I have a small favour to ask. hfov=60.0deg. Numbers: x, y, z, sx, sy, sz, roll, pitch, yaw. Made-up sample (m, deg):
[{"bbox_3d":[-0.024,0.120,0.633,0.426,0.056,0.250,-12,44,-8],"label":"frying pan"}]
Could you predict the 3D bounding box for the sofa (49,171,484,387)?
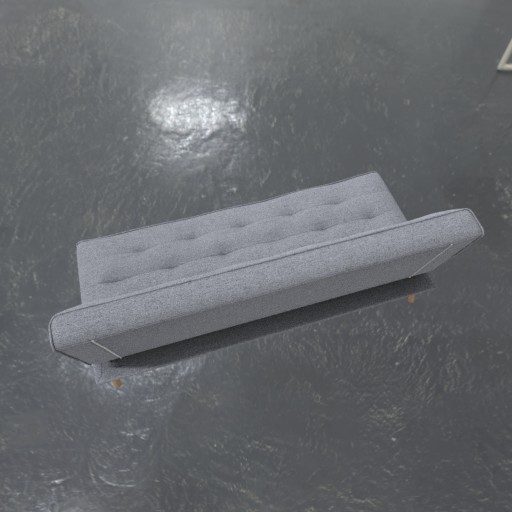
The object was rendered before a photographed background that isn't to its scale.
[{"bbox_3d":[0.000,0.000,2.288,1.820,0.830,0.810,-14,59,-9],"label":"sofa"}]
